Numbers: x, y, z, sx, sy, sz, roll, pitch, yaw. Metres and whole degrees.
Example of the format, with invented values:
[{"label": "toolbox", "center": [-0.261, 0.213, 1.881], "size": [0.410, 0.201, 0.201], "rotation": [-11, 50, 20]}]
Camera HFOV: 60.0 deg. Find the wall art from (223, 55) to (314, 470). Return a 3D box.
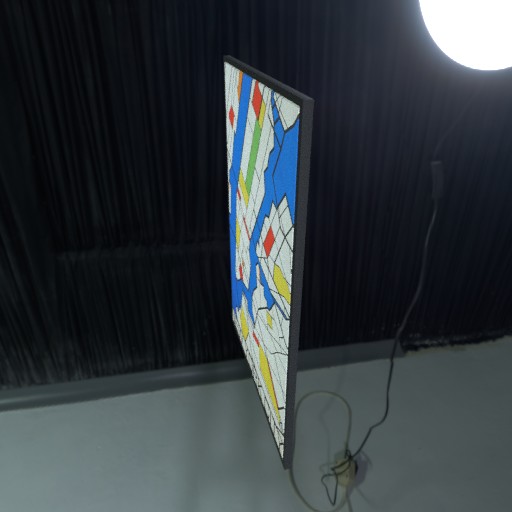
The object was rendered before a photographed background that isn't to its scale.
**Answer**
[{"label": "wall art", "center": [0.000, 0.000, 0.847], "size": [0.013, 0.657, 0.457], "rotation": [-8, 31, -13]}]
